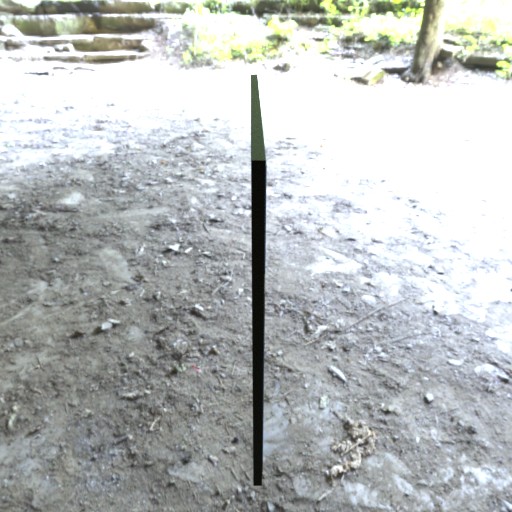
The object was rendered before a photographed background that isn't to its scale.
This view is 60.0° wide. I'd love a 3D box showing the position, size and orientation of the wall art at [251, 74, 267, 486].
[{"bbox_3d":[0.000,0.000,0.685,0.013,0.457,0.458,0,31,-1],"label":"wall art"}]
